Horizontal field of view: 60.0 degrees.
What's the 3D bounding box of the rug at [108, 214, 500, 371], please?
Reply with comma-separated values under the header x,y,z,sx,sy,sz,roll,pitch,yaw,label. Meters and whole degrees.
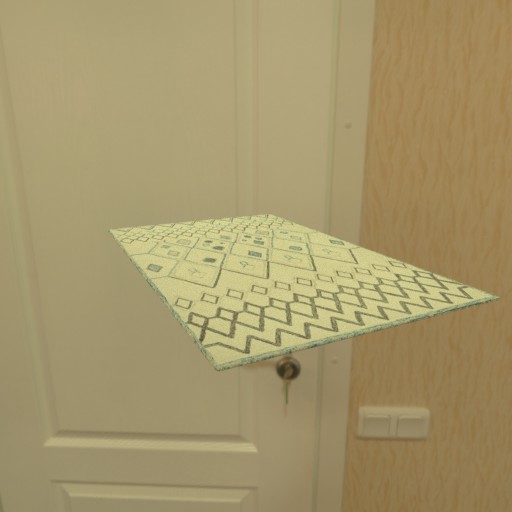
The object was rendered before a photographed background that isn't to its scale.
x,y,z,sx,sy,sz,roll,pitch,yaw,label
0.000,0.000,2.938,1.524,0.015,2.439,-8,18,-25,rug
